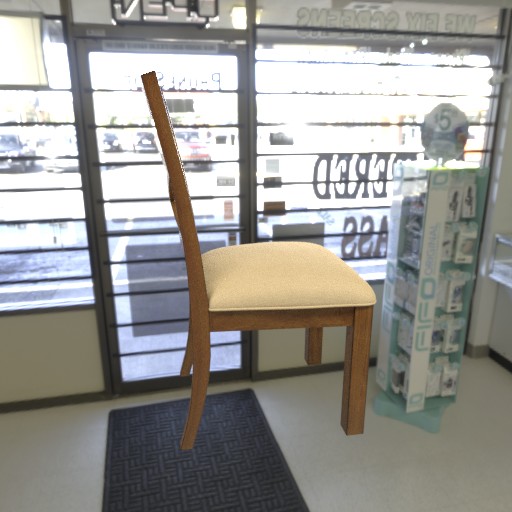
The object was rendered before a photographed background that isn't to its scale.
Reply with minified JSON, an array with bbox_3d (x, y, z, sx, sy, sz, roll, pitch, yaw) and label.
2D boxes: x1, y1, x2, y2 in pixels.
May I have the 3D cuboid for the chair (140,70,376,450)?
[{"bbox_3d":[0.000,0.000,1.288,0.581,0.949,0.461,-3,16,-9],"label":"chair"}]
